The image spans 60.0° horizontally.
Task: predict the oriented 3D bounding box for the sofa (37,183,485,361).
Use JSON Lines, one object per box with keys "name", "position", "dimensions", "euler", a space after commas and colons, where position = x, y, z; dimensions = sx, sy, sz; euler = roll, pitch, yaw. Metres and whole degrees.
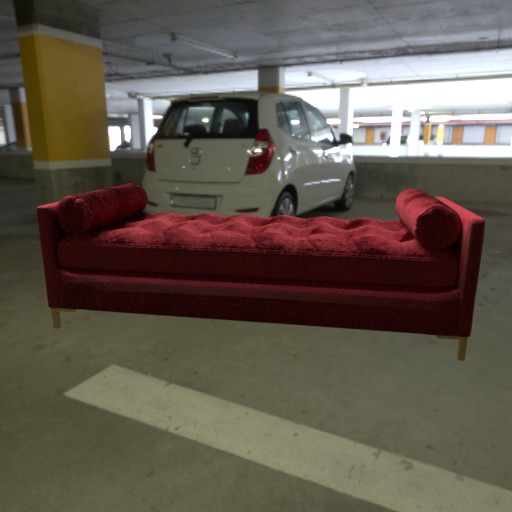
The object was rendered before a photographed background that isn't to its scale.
{"name": "sofa", "position": [0.000, 0.000, 2.446], "dimensions": [2.102, 0.705, 0.796], "euler": [3, 15, 10]}
